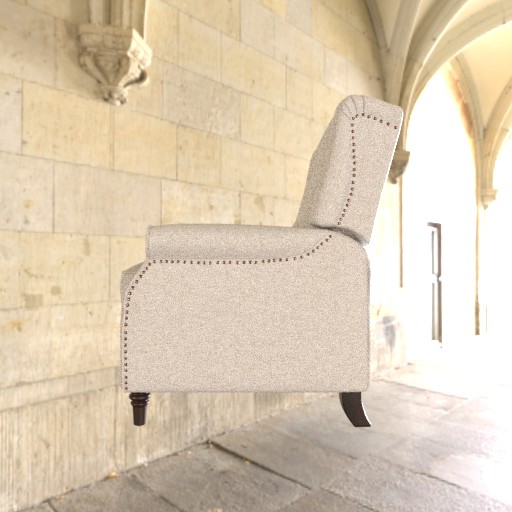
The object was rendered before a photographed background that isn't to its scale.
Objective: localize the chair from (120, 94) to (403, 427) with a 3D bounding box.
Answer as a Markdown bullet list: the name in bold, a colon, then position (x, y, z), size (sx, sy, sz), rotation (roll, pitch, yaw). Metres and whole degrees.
- **chair**: position (0.000, 0.000, 1.655), size (0.902, 1.035, 0.742), rotation (0, -1, 0)
